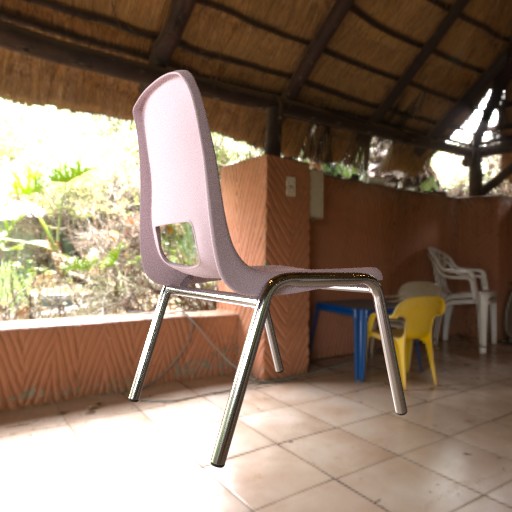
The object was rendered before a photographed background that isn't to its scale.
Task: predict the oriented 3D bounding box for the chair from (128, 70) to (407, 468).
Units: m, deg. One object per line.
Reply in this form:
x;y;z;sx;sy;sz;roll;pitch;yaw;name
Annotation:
0.000;0.000;0.784;0.385;0.536;0.354;0;0;-35;chair
